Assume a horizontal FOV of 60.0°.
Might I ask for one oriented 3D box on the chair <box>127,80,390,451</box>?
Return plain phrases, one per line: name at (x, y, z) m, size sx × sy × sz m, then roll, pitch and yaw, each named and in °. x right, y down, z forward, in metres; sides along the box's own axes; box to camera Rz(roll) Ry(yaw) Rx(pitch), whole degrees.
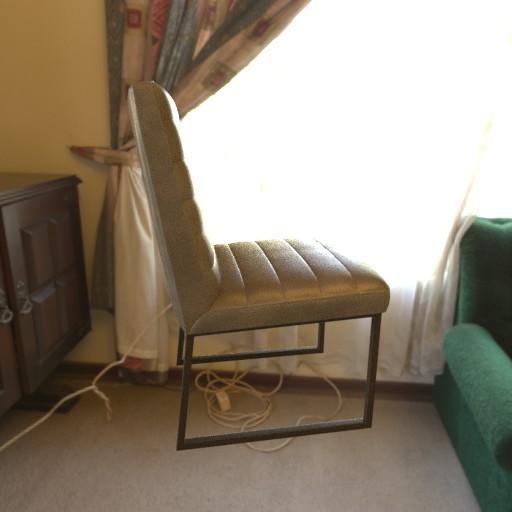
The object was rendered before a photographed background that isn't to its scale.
chair at (0.000, 0.000, 1.314) m, size 0.634 × 0.930 × 0.520 m, roll -3°, pitch 17°, yaw -9°
